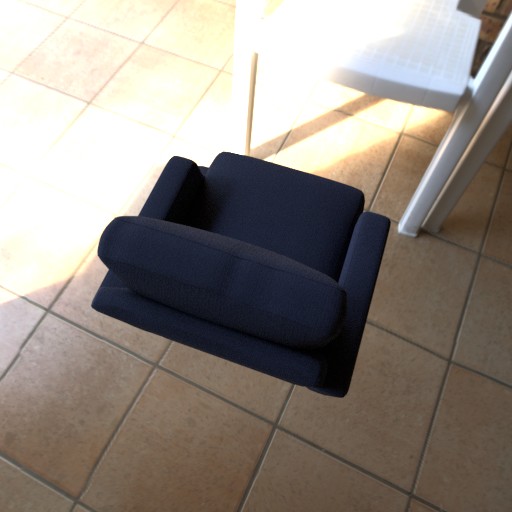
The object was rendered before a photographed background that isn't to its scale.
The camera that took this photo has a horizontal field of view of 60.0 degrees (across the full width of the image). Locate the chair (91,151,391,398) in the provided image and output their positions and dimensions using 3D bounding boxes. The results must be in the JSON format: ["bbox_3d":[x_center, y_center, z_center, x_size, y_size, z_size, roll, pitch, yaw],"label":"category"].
[{"bbox_3d":[0.000,0.000,1.639,0.855,0.991,0.897,18,65,8],"label":"chair"}]
